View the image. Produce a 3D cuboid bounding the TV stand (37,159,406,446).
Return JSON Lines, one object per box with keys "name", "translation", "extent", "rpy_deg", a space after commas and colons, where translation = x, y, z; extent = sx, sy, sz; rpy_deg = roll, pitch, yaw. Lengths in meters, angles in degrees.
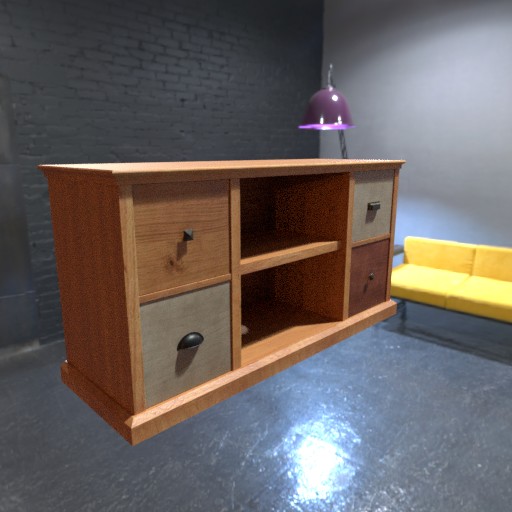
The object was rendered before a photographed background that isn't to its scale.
{"name": "TV stand", "translation": [0.000, 0.000, 1.468], "extent": [1.181, 0.607, 0.417], "rpy_deg": [-13, 19, -43]}
